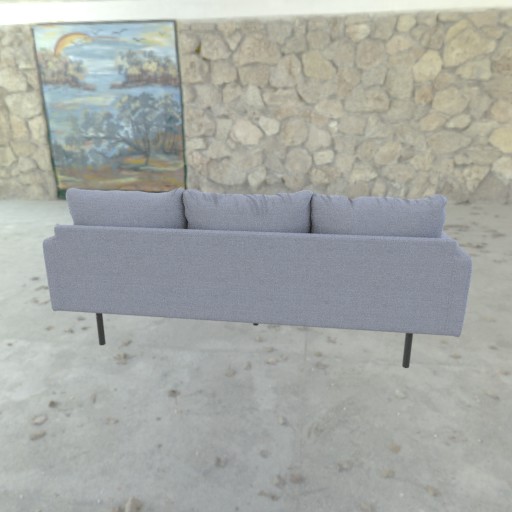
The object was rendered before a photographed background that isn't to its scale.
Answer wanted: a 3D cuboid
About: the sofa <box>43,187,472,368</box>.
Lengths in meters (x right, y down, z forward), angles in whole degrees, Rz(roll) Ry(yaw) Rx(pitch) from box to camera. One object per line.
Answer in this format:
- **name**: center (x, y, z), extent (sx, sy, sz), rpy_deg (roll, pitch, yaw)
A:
- **sofa**: center (0.000, 0.000, 2.464), extent (2.000, 0.830, 0.850), rpy_deg (2, 17, 8)
